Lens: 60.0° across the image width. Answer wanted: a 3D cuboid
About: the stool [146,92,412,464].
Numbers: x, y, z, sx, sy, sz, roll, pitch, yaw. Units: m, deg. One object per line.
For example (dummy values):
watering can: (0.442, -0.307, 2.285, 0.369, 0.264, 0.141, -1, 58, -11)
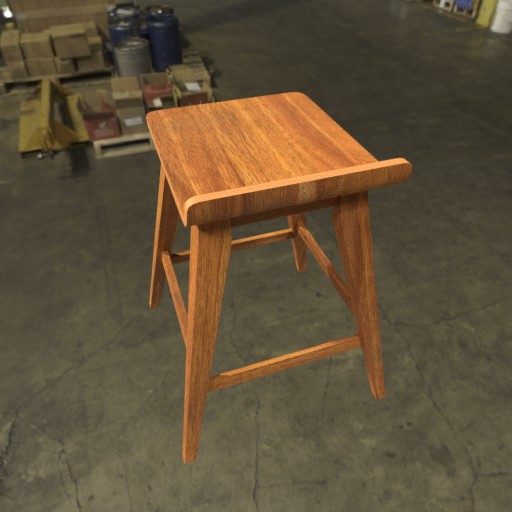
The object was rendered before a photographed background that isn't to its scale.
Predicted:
stool: (0.000, 0.000, 0.989, 0.500, 0.650, 0.500, -13, 43, -14)
